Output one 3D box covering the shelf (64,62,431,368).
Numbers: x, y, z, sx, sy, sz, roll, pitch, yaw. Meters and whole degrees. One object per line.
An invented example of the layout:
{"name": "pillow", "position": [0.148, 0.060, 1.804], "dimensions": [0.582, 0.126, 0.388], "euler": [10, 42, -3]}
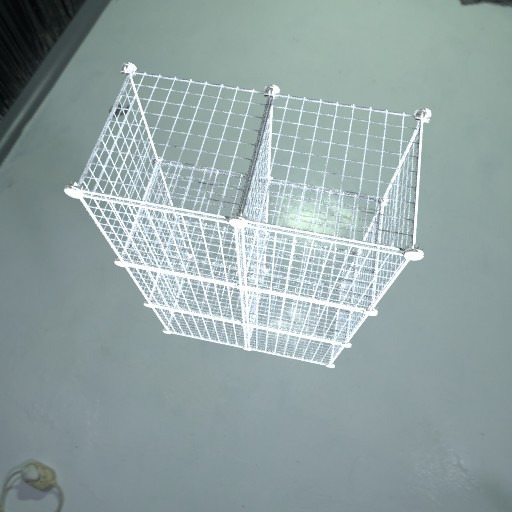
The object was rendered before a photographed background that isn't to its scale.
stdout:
{"name": "shelf", "position": [0.000, 0.000, 1.402], "dimensions": [0.711, 1.067, 0.356], "euler": [11, 65, 5]}
